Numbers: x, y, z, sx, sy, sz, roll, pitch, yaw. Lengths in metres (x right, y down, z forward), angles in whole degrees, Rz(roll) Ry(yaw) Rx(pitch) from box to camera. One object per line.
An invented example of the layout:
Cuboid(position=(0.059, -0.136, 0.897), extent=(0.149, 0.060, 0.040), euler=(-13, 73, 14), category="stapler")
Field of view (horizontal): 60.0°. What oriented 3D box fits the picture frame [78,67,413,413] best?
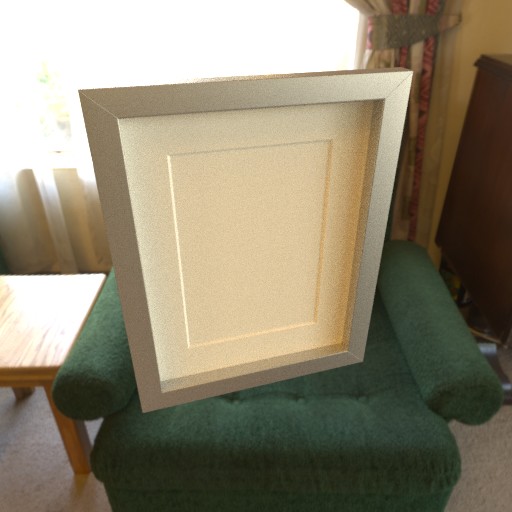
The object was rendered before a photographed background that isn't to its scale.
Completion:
Cuboid(position=(0.000, 0.000, 0.506), extent=(0.307, 0.386, 0.036), euler=(-9, 33, -14), category="picture frame")
